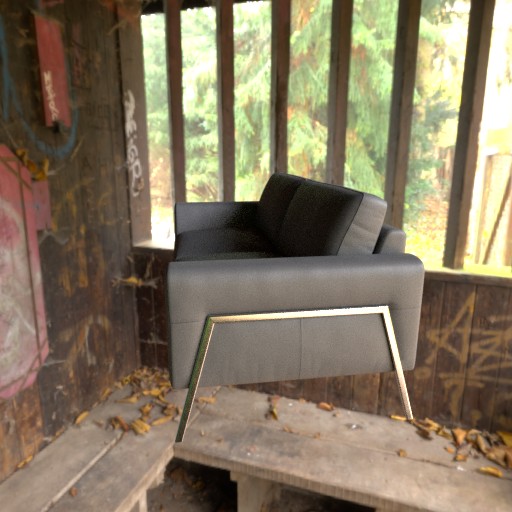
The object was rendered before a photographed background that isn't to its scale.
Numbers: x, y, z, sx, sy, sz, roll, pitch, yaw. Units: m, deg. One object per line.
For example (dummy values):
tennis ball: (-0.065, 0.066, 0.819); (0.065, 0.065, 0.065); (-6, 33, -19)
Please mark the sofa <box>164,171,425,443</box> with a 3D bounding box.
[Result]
sofa: (0.000, 0.000, 2.540); (0.953, 0.875, 2.017); (-2, 14, -9)
